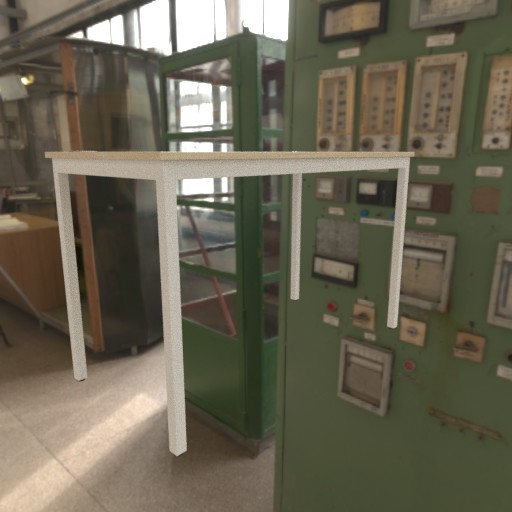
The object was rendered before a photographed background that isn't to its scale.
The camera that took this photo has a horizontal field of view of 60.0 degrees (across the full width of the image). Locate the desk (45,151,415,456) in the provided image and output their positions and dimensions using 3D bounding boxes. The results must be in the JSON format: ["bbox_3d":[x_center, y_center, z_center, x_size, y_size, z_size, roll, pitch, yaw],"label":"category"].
[{"bbox_3d":[0.000,0.000,1.629,0.600,0.750,1.200,12,18,42],"label":"desk"}]
